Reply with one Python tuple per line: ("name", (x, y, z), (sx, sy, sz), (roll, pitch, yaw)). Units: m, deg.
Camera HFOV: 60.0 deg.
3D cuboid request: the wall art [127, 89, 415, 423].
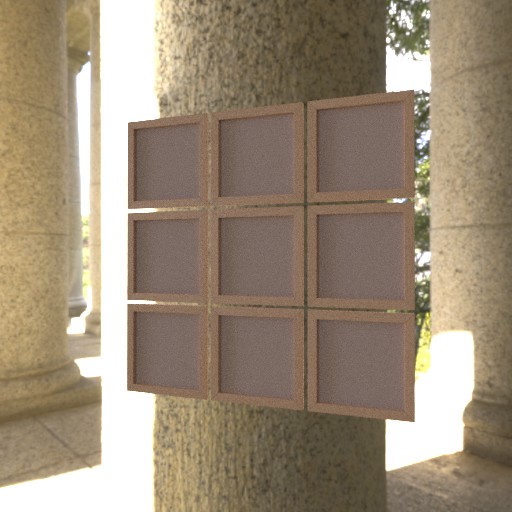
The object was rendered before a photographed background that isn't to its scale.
("wall art", (0.000, 0.000, 1.804), (1.217, 1.207, 0.016), (0, 0, 18))
